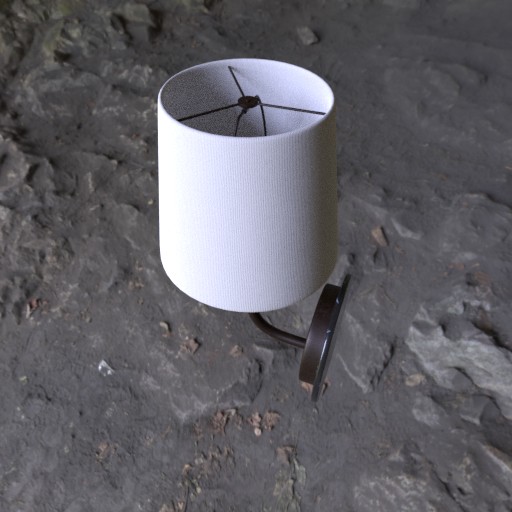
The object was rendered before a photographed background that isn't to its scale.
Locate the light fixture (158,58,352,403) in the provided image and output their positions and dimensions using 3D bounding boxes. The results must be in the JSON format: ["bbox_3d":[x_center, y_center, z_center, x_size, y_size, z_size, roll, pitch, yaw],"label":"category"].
[{"bbox_3d":[0.000,0.000,0.443,0.188,0.337,0.168,15,48,14],"label":"light fixture"}]
